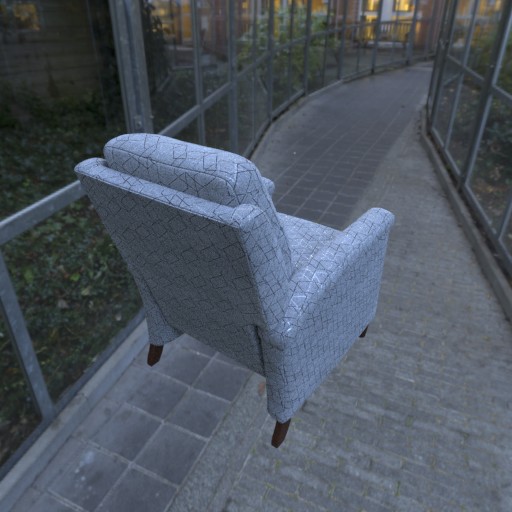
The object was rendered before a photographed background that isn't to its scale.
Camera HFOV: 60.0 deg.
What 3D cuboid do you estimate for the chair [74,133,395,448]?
[{"bbox_3d":[0.000,0.000,1.739,0.753,1.048,0.987,21,36,32],"label":"chair"}]
